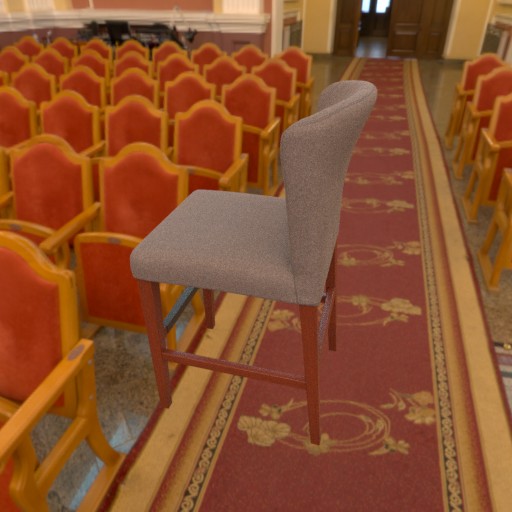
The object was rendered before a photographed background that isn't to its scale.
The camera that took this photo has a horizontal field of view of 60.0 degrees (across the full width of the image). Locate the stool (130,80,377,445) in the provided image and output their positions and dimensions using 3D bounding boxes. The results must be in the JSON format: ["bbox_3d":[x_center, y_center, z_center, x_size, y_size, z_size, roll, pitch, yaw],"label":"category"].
[{"bbox_3d":[0.000,0.000,1.303,0.568,0.968,0.481,8,32,13],"label":"stool"}]
